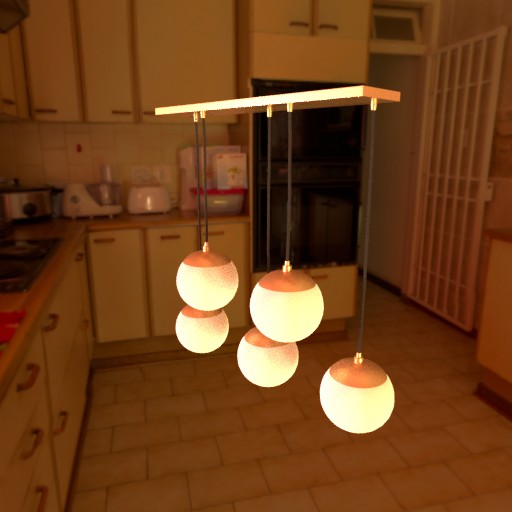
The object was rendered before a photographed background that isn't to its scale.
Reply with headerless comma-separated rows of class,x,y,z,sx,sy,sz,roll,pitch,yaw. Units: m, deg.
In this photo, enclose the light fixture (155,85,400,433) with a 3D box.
light fixture,0.000,0.000,1.316,0.863,0.869,0.299,13,19,43
